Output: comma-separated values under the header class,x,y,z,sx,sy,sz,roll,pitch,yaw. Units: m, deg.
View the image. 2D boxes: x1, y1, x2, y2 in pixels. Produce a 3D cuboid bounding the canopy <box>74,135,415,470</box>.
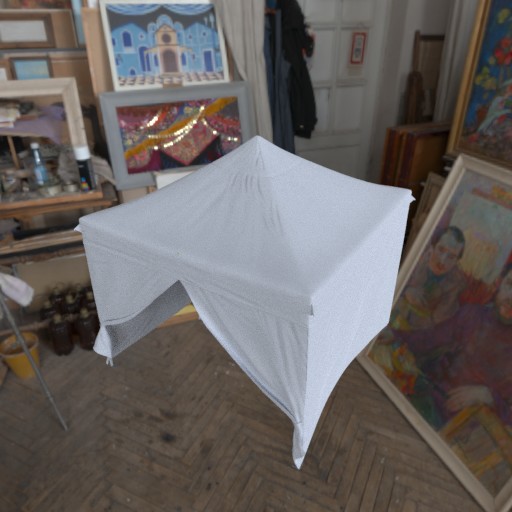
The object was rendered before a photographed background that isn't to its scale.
class,x,y,z,sx,sy,sz,roll,pitch,yaw
canopy,0.000,0.000,5.608,3.043,2.997,3.121,17,33,28
